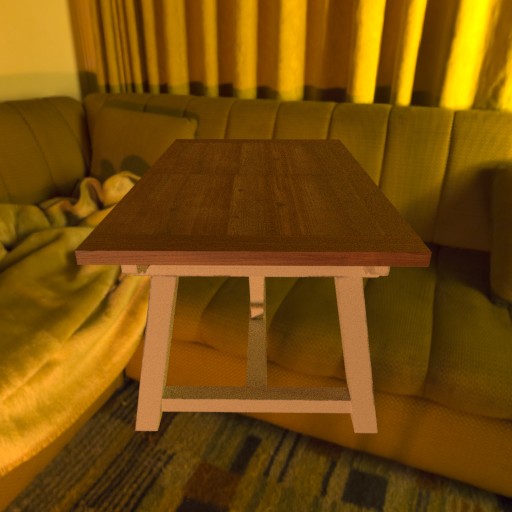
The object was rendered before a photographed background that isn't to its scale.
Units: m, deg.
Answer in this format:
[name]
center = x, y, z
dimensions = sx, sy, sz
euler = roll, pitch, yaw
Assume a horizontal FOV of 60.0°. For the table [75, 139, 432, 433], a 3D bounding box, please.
[table]
center = 0.000, 0.000, 1.981
dimensions = 0.922, 0.743, 1.503
euler = 0, 25, 1
